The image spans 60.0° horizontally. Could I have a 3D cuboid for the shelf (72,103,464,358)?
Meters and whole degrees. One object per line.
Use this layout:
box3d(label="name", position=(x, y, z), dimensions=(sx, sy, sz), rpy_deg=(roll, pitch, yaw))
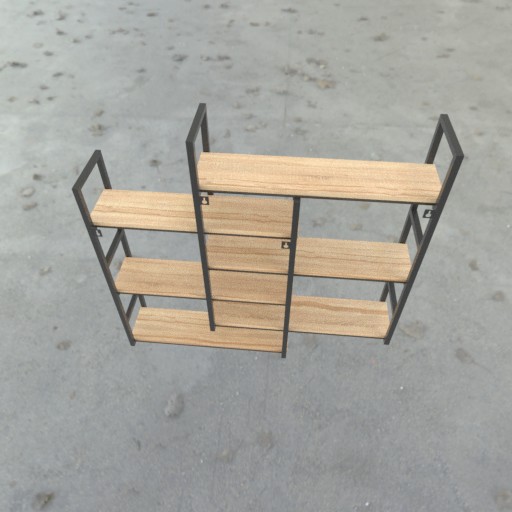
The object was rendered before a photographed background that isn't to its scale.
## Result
box3d(label="shelf", position=(0.000, 0.000, 1.399), dimensions=(0.946, 0.921, 0.183), rpy_deg=(4, 47, 4))
